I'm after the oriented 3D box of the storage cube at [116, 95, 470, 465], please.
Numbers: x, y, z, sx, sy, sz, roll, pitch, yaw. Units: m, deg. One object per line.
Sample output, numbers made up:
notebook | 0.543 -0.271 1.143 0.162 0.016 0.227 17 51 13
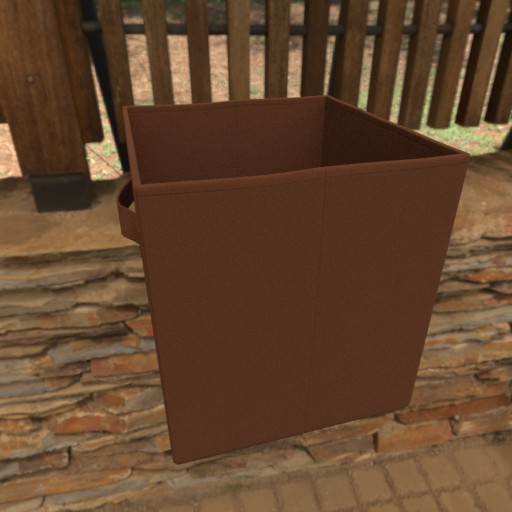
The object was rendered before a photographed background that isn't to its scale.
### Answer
storage cube | 0.000 0.000 0.484 0.270 0.280 0.270 -8 31 -14
